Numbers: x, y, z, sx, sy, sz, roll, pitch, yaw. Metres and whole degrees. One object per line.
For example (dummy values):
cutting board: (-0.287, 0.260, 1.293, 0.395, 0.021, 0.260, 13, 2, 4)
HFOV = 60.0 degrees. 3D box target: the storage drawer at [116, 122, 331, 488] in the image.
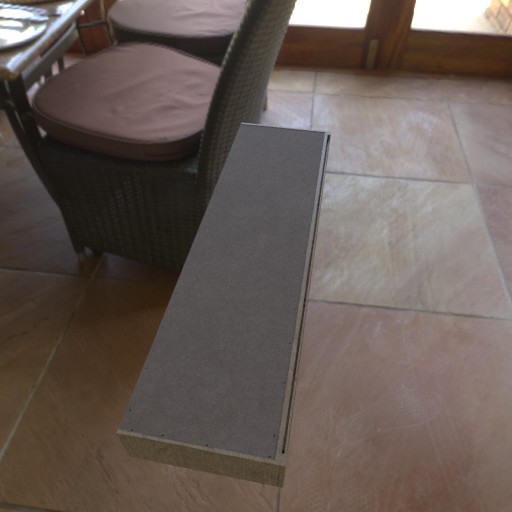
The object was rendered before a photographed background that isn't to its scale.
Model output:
storage drawer: (0.000, 0.000, 2.285, 0.591, 0.274, 2.072, 8, 47, 7)
